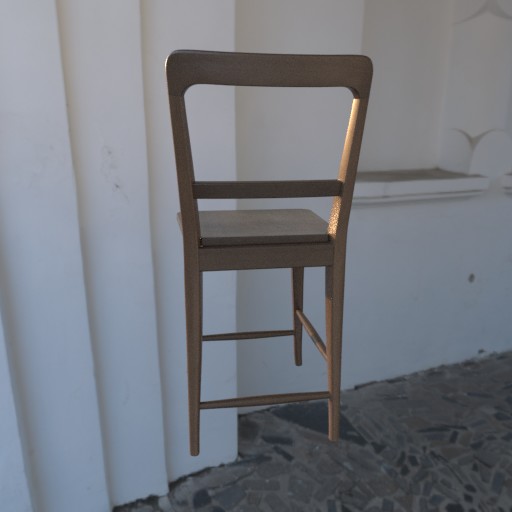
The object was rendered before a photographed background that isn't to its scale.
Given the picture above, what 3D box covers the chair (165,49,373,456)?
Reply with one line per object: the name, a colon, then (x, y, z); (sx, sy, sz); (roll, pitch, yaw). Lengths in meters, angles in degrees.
chair: (0.000, 0.000, 1.268); (0.450, 0.991, 0.546); (-2, 15, -8)
